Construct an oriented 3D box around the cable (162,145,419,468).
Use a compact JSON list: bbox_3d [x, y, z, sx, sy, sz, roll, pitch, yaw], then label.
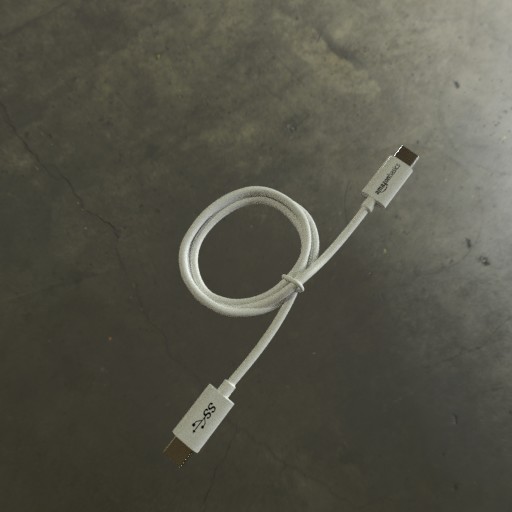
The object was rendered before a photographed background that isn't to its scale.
[{"bbox_3d":[0.000,0.000,0.210,0.070,0.014,0.186,37,78,9],"label":"cable"}]
